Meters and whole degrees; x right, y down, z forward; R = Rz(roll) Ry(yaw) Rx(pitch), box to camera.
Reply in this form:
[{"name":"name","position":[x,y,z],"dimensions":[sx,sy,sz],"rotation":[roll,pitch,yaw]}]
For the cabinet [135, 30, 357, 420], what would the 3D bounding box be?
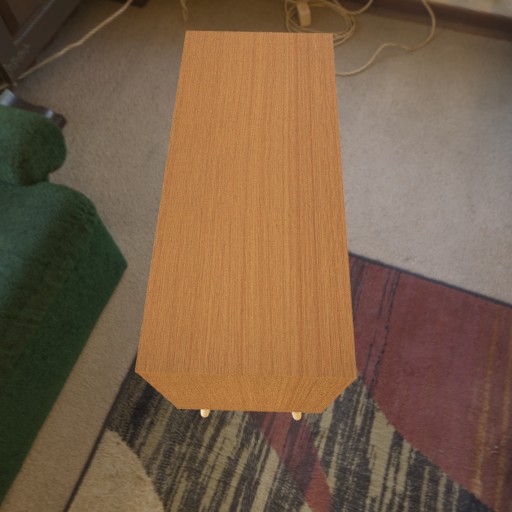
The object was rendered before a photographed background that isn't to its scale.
[{"name":"cabinet","position":[0.000,0.000,1.603],"dimensions":[0.470,1.016,1.057],"rotation":[2,63,1]}]
